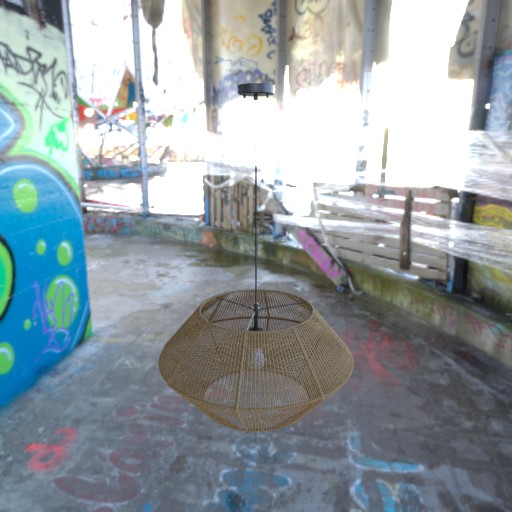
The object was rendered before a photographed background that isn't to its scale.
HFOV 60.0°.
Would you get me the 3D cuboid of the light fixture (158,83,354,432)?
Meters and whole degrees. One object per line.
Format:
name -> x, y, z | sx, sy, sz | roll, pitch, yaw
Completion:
light fixture -> 0.000, 0.000, 1.396 | 0.643, 1.009, 0.643 | 0, 15, 0
